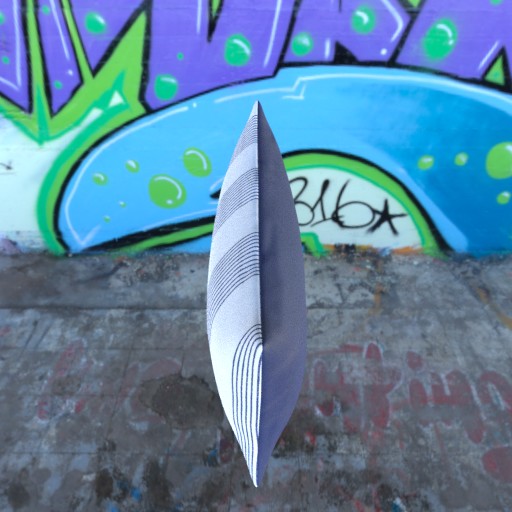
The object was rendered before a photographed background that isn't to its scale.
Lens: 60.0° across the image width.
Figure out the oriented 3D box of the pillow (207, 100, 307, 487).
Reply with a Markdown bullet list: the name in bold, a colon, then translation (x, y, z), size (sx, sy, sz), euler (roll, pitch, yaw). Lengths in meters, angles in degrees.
- **pillow**: translation (0.000, 0.000, 0.722), size (0.151, 0.287, 0.610), euler (0, 40, 0)
